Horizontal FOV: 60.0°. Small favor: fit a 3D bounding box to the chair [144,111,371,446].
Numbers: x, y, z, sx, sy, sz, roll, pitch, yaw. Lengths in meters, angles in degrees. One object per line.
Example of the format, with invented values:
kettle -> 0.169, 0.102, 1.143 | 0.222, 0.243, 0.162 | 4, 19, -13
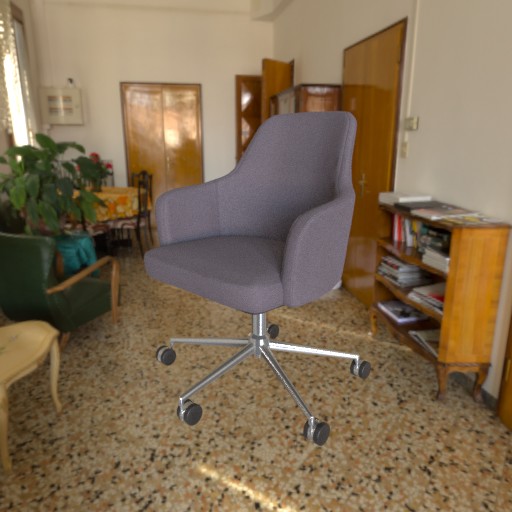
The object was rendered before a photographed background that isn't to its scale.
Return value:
chair -> 0.000, 0.000, 1.289 | 0.655, 0.820, 0.600 | 14, 20, 42
